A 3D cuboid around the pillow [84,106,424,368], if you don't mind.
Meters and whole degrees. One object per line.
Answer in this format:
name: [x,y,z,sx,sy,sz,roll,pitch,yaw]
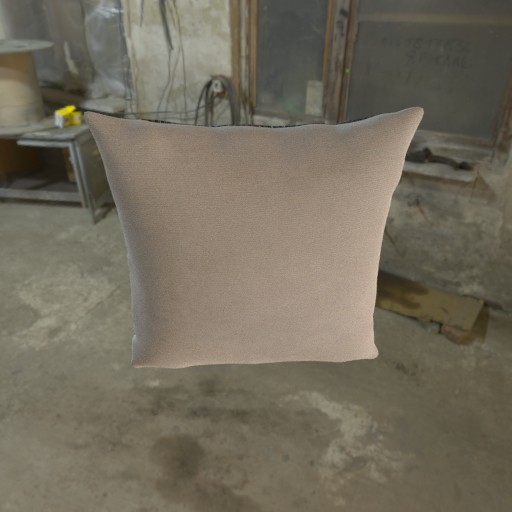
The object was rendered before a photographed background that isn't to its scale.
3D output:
pillow: [0.000,0.000,0.670,0.433,0.434,0.196,-2,31,-3]
